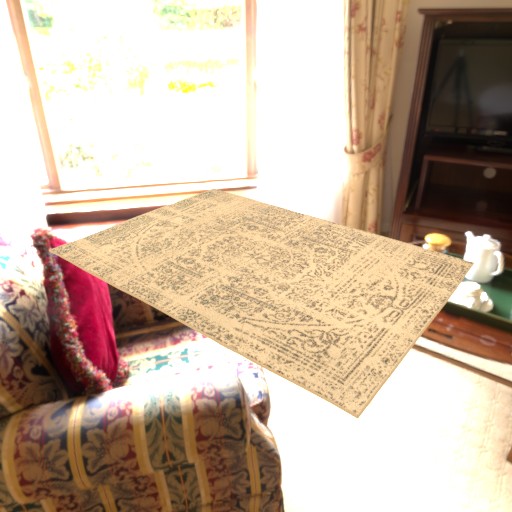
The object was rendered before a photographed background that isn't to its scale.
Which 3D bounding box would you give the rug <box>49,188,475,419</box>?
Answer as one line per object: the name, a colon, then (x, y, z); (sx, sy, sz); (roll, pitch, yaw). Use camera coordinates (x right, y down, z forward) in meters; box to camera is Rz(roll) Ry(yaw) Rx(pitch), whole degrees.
rug: (0.000, 0.000, 3.075); (2.438, 0.026, 1.706); (20, 34, 33)
